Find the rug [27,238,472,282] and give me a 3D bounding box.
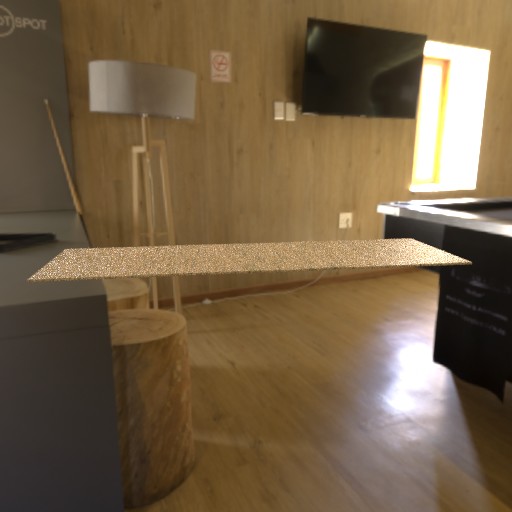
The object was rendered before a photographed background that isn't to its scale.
[{"bbox_3d":[0.000,0.000,2.585,2.290,0.014,0.700,-2,13,-8],"label":"rug"}]
